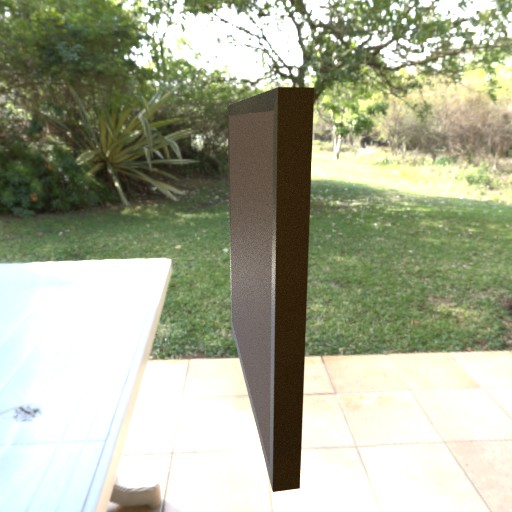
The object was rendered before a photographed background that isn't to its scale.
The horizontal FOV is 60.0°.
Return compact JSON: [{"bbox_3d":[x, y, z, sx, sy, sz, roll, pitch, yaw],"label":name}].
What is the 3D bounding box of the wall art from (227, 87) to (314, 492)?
[{"bbox_3d":[0.000,0.000,0.762,0.038,0.508,0.507,-3,17,-9],"label":"wall art"}]
